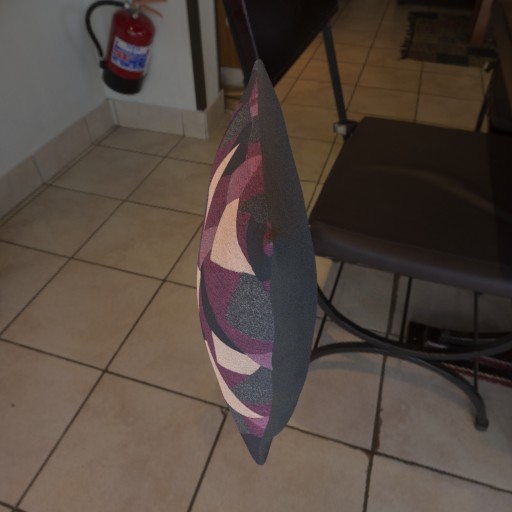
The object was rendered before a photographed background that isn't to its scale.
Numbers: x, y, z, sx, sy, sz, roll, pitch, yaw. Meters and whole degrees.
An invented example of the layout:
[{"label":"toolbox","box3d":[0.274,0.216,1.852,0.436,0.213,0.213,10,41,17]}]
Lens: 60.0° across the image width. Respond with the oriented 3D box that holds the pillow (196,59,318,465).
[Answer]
[{"label":"pillow","box3d":[0.000,0.000,0.758,0.208,0.496,0.503,-1,42,-1]}]
